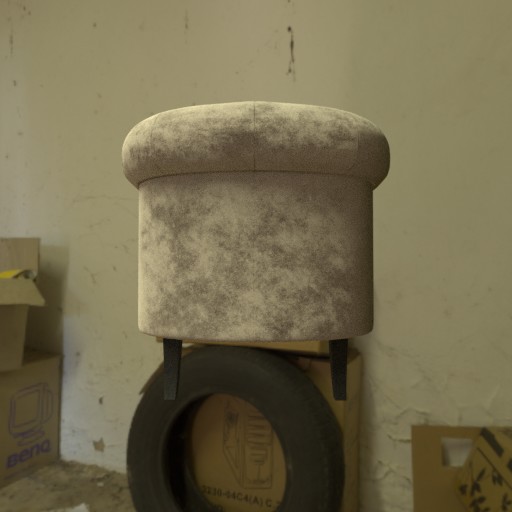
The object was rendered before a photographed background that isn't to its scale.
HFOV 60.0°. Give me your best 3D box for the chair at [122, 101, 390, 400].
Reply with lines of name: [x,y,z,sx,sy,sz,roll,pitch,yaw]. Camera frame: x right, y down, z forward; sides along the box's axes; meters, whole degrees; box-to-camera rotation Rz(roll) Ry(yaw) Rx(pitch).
chair: [0.000,0.000,1.540,0.904,0.826,0.851,0,-1,1]
